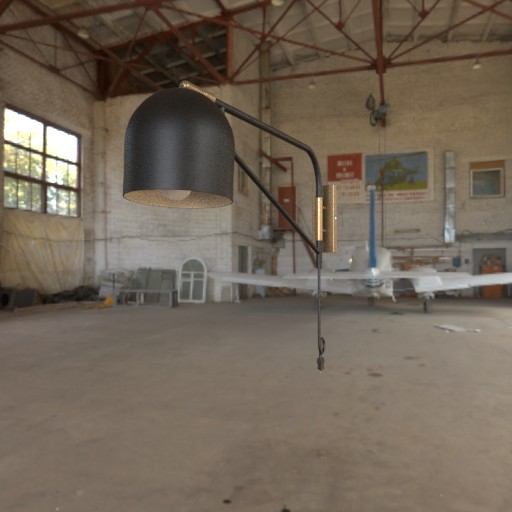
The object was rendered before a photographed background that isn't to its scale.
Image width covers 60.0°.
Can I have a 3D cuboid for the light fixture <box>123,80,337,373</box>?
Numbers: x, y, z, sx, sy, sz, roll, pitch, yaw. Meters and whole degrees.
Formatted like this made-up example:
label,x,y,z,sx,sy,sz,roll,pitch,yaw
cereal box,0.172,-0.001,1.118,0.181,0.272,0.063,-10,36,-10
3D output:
label,x,y,z,sx,sy,sz,roll,pitch,yaw
light fixture,0.000,0.000,1.074,0.215,0.696,0.720,-1,-1,37
